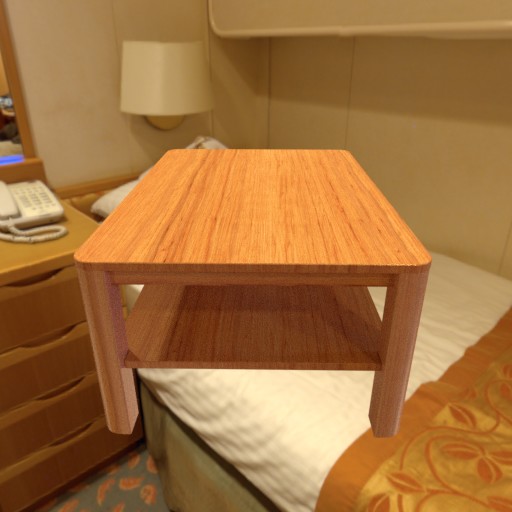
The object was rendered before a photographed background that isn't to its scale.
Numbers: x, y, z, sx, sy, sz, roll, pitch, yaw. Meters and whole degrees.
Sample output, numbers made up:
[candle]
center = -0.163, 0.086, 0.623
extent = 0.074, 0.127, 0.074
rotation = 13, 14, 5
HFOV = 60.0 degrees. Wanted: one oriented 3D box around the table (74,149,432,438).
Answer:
[table]
center = 0.000, 0.000, 1.372
extent = 0.696, 0.445, 0.997
rotation = 0, 25, 1
